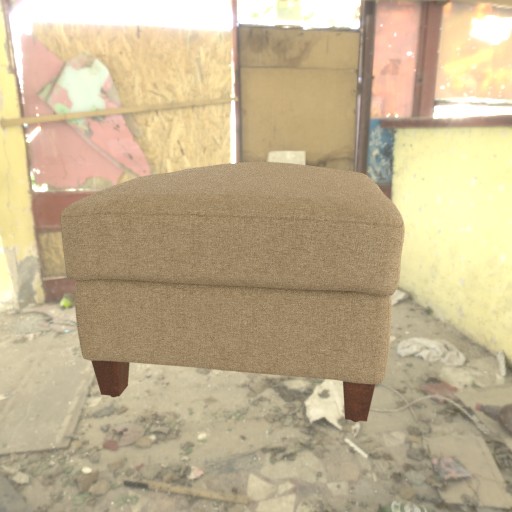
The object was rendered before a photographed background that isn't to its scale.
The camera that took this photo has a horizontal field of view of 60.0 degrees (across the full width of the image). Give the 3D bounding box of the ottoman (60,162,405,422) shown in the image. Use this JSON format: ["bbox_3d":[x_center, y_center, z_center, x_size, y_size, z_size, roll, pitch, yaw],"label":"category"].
[{"bbox_3d":[0.000,0.000,1.291,0.692,0.511,0.889,2,16,9],"label":"ottoman"}]
